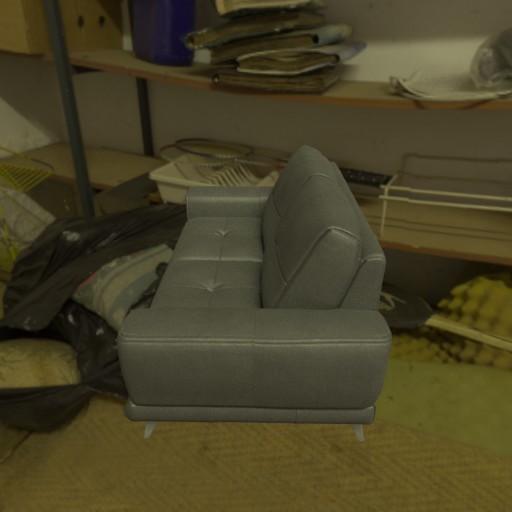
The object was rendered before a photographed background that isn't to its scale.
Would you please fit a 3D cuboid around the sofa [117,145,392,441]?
[{"bbox_3d":[0.000,0.000,2.392,1.018,0.907,1.806,1,27,1],"label":"sofa"}]
